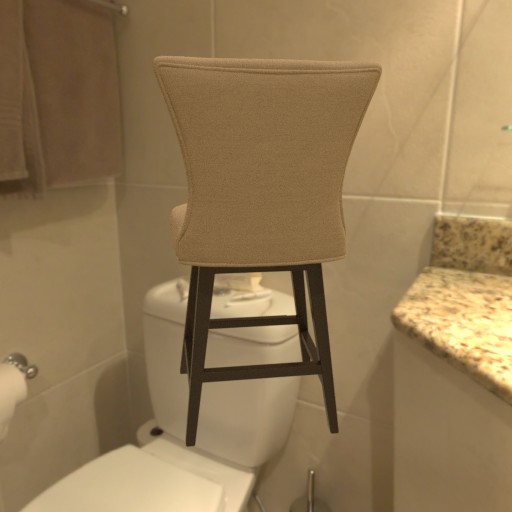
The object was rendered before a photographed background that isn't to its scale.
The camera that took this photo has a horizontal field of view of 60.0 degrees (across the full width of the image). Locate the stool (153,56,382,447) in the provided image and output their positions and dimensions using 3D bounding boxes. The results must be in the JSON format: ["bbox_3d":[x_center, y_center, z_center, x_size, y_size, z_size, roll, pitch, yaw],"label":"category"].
[{"bbox_3d":[0.000,0.000,1.308,0.514,1.000,0.574,-2,14,-8],"label":"stool"}]
